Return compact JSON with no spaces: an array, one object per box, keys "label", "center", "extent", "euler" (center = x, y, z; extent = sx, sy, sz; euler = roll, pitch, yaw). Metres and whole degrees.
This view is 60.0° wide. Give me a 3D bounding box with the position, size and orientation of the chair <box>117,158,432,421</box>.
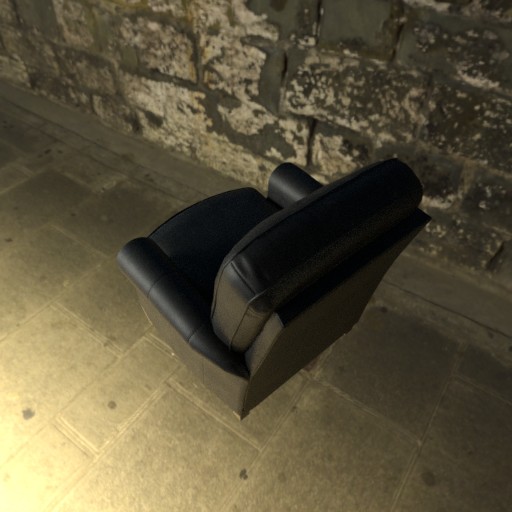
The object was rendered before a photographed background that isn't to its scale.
[{"label":"chair","center":[0.000,0.000,1.791],"extent":[0.936,1.018,0.986],"euler":[-32,54,-27]}]
